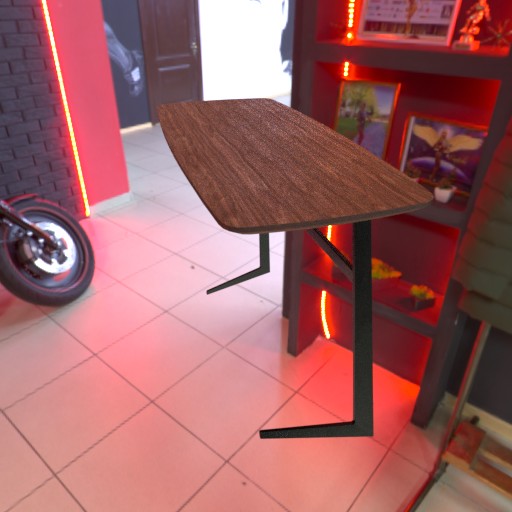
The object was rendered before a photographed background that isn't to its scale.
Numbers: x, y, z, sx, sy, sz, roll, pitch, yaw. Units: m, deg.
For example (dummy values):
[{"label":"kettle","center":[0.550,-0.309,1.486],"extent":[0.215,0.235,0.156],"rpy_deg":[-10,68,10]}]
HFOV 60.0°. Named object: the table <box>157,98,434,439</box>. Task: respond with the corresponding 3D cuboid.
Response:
[{"label":"table","center":[0.000,0.000,1.074],"extent":[0.361,0.576,0.804],"rpy_deg":[-9,32,-15]}]
